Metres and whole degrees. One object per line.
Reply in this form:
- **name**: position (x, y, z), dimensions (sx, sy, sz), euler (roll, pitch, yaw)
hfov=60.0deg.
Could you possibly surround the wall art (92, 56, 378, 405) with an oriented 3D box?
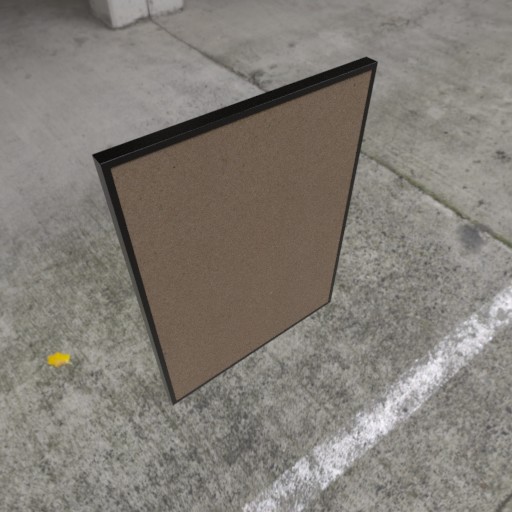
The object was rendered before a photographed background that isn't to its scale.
- **wall art**: position (0.000, 0.000, 1.413), dimensions (0.788, 1.046, 0.043), euler (-29, 53, -25)
